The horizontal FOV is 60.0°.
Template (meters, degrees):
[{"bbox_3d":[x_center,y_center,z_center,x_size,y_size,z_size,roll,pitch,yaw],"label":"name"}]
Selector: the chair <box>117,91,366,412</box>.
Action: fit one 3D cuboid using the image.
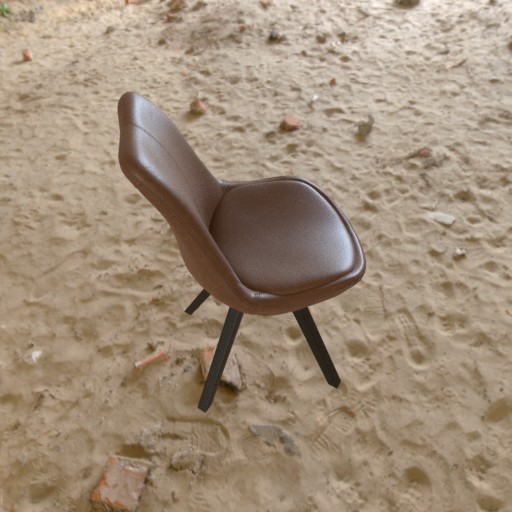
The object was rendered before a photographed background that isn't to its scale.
[{"bbox_3d":[0.000,0.000,1.192,0.550,0.850,0.475,-9,46,-9],"label":"chair"}]
